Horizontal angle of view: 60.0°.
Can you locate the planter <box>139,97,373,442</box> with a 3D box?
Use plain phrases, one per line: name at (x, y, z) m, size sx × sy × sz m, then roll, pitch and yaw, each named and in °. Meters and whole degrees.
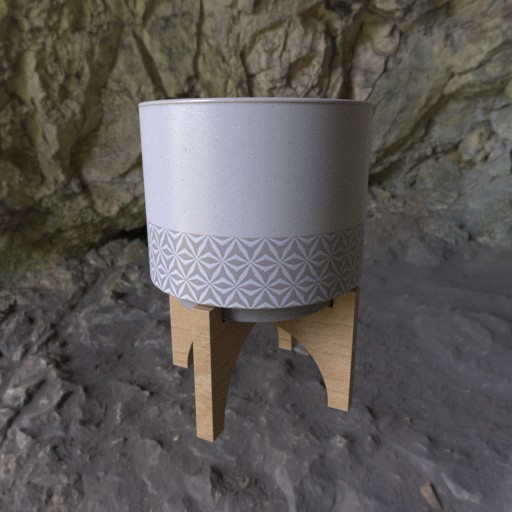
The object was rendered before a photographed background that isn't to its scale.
planter at (0.000, 0.000, 0.402) m, size 0.188 × 0.260 × 0.188 m, roll 0°, pitch 16°, yaw 0°
